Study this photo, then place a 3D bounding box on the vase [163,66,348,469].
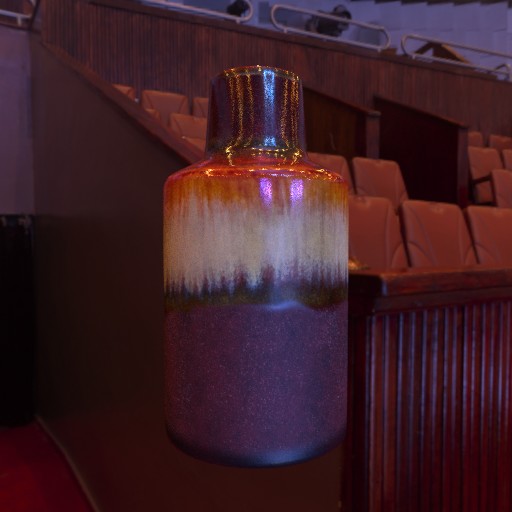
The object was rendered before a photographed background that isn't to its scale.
[{"bbox_3d":[0.000,0.000,0.264,0.108,0.204,0.108,0,2,0],"label":"vase"}]
